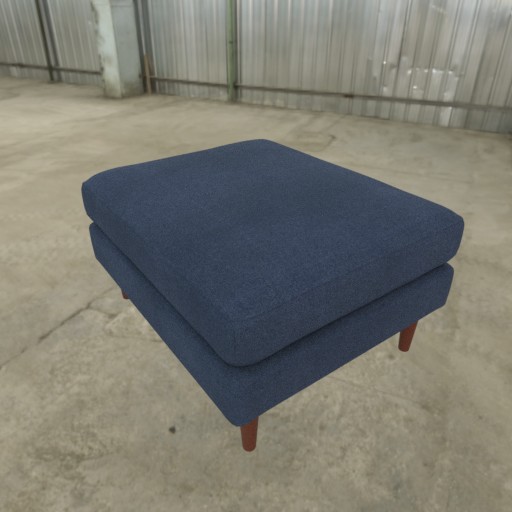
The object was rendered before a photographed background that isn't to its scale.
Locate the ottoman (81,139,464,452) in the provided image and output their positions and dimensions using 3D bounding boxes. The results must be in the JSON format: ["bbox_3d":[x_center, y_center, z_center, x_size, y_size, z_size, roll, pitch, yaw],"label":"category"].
[{"bbox_3d":[0.000,0.000,1.262,0.693,0.474,0.821,-20,36,-30],"label":"ottoman"}]
